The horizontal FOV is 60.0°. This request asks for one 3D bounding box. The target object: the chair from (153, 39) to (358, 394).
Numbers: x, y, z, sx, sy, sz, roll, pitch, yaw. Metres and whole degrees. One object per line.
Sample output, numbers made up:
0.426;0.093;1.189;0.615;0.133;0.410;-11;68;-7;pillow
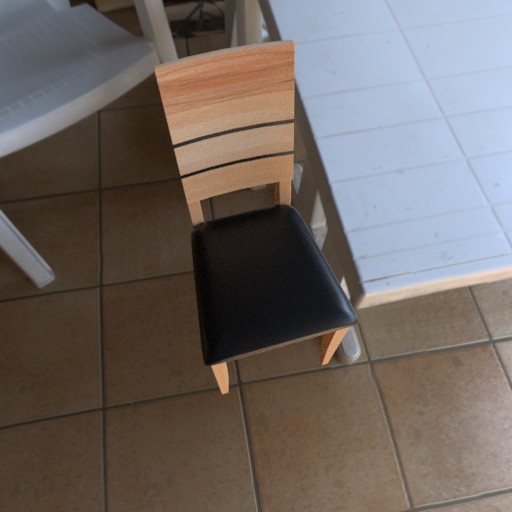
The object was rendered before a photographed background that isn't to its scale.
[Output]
0.000;0.000;1.226;0.410;0.940;0.520;-14;64;-7;chair
